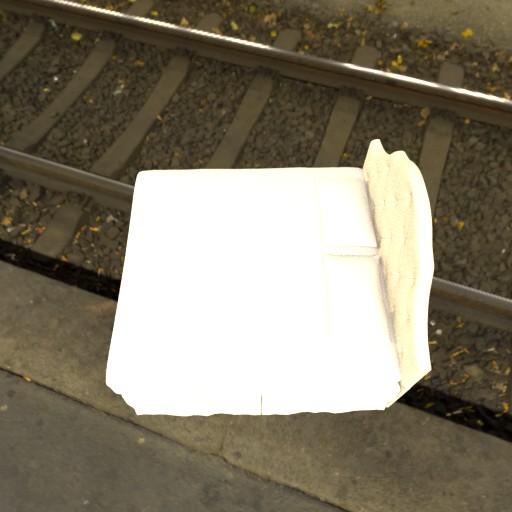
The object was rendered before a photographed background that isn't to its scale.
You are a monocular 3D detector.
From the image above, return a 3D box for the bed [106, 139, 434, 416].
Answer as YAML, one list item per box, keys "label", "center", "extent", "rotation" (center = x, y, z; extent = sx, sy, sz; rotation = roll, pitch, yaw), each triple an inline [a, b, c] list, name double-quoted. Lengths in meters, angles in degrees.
- label: "bed"
  center: [0.000, 0.000, 3.362]
  extent: [2.086, 1.555, 2.012]
  rotation: [-1, 59, -1]
